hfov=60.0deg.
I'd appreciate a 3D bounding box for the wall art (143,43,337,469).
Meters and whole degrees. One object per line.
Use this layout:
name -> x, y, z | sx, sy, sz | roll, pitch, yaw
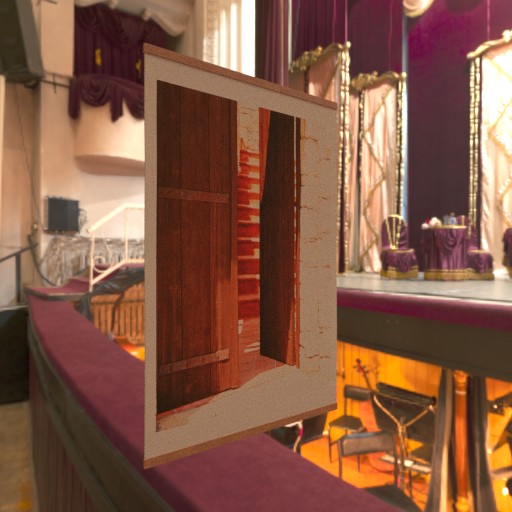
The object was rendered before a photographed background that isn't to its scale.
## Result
wall art -> 0.000, 0.000, 1.899 | 1.019, 1.527, 0.019 | 0, 0, -38
